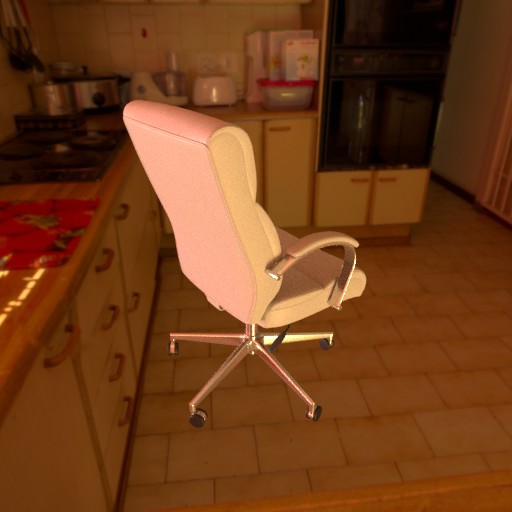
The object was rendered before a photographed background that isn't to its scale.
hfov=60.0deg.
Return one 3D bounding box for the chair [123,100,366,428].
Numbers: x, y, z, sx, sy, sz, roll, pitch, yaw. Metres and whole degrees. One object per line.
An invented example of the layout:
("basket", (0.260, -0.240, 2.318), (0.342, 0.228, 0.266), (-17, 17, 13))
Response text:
("chair", (0.000, 0.000, 1.644), (0.745, 1.099, 0.727), (-19, 32, -32))
